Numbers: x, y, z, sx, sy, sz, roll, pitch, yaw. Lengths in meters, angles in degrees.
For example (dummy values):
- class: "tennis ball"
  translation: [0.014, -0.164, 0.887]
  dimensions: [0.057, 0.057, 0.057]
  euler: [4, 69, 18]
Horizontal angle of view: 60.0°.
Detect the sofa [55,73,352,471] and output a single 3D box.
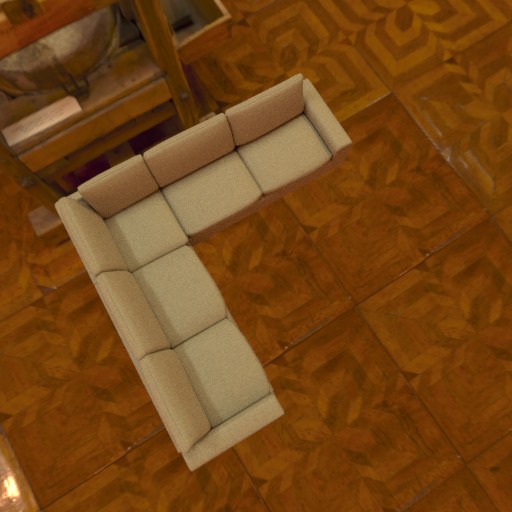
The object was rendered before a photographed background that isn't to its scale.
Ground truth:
- class: "sofa"
  translation: [0.000, 0.000, 4.093]
  dimensions: [2.742, 0.800, 2.622]
  euler: [-30, 78, -7]
